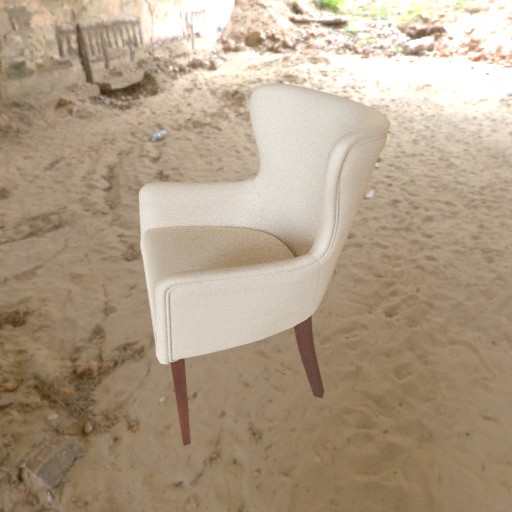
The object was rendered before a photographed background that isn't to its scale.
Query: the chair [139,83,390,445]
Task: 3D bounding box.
[{"bbox_3d":[0.000,0.000,1.503,0.744,0.990,0.696,-9,32,-14],"label":"chair"}]
